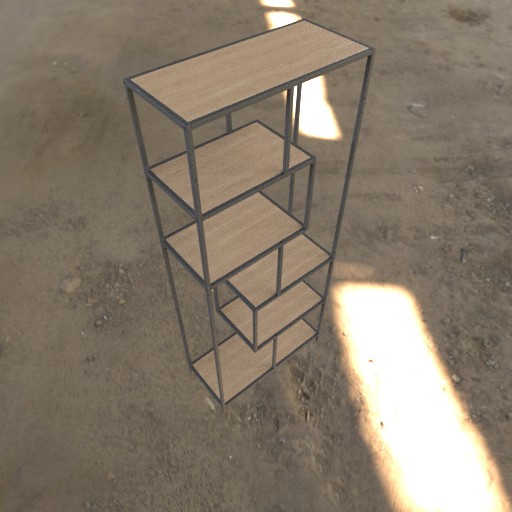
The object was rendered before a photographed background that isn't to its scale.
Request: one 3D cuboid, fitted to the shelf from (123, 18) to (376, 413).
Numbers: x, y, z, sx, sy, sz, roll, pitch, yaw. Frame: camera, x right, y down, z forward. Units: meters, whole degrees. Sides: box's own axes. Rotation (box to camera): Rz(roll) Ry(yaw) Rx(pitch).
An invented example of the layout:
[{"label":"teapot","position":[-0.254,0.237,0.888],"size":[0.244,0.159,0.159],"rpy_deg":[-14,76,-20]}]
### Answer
[{"label":"shelf","position":[0.000,0.000,2.112],"size":[0.770,1.850,0.350],"rpy_deg":[-31,55,-25]}]
